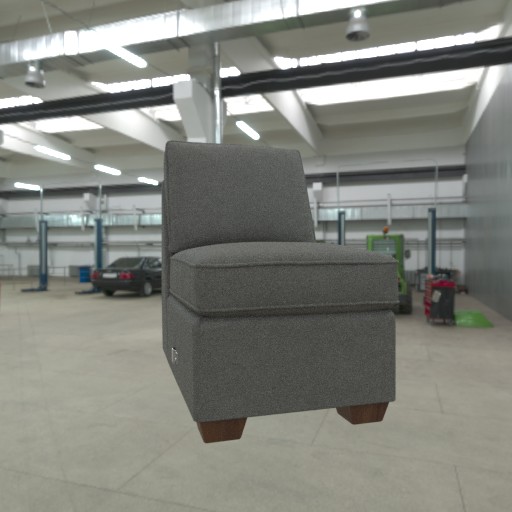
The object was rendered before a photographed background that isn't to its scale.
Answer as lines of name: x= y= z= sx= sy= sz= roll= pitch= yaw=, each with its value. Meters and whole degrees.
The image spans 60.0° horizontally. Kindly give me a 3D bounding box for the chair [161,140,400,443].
chair: x=0.000 y=0.000 z=1.623 sx=0.621 sy=0.970 sz=0.938 roll=0 pitch=0 yaw=-17
